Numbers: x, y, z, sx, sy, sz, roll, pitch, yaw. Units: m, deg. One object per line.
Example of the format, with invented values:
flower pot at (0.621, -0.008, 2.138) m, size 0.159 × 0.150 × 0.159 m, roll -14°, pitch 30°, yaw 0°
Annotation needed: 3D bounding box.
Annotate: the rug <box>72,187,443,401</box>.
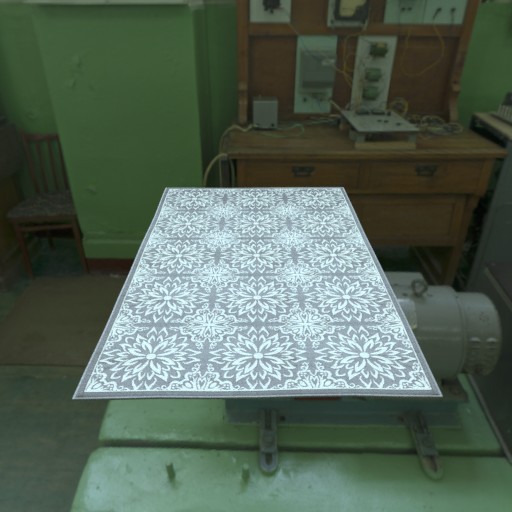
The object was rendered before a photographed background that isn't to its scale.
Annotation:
rug at (0.000, 0.000, 3.347) m, size 1.819 × 0.018 × 2.746 m, roll 0°, pitch 31°, yaw 0°
